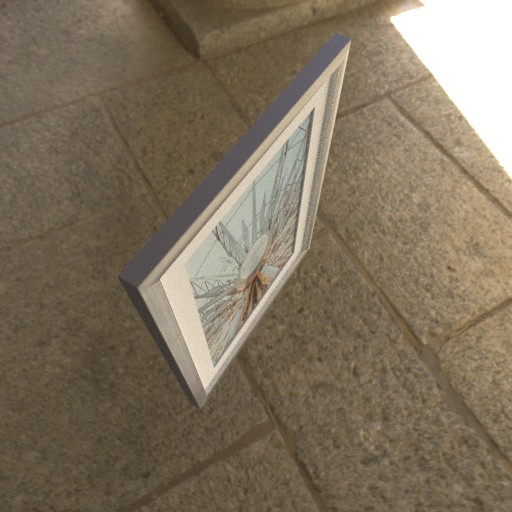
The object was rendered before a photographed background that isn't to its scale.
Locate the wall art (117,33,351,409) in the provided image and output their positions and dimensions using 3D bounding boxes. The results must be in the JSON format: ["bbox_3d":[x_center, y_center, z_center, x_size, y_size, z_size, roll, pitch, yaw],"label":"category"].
[{"bbox_3d":[0.000,0.000,0.762,0.029,0.558,0.458,29,64,16],"label":"wall art"}]
